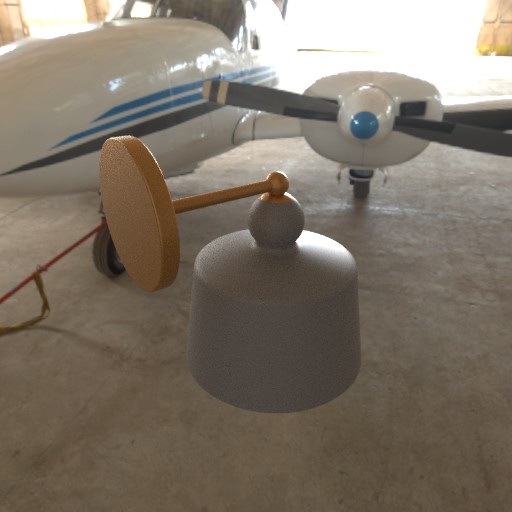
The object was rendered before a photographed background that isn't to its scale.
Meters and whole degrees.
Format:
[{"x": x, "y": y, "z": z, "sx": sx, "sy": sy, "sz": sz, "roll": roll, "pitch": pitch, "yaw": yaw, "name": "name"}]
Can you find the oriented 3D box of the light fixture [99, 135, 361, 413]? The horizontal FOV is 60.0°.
[{"x": 0.000, "y": 0.000, "z": 0.453, "sx": 0.254, "sy": 0.268, "sz": 0.204, "roll": -18, "pitch": 32, "yaw": -32, "name": "light fixture"}]
